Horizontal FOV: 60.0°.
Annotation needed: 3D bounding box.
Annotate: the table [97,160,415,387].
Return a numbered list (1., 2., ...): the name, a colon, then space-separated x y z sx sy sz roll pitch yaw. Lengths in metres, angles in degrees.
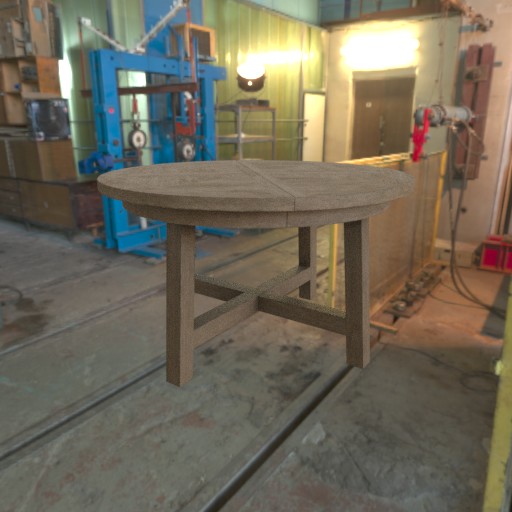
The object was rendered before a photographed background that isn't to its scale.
1. table: 0.000 0.000 2.054 1.319 0.762 1.319 0 17 0
